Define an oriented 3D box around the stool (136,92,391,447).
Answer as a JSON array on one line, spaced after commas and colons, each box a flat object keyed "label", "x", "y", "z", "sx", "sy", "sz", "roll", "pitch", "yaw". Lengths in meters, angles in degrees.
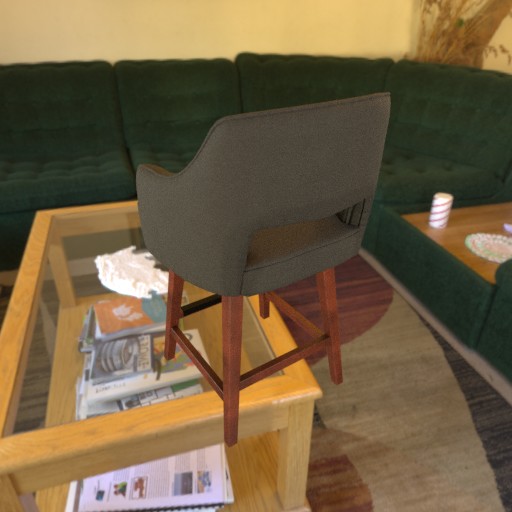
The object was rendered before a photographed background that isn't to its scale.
[{"label": "stool", "x": 0.000, "y": 0.000, "z": 1.231, "sx": 0.548, "sy": 0.912, "sz": 0.558, "roll": -19, "pitch": 35, "yaw": -29}]
